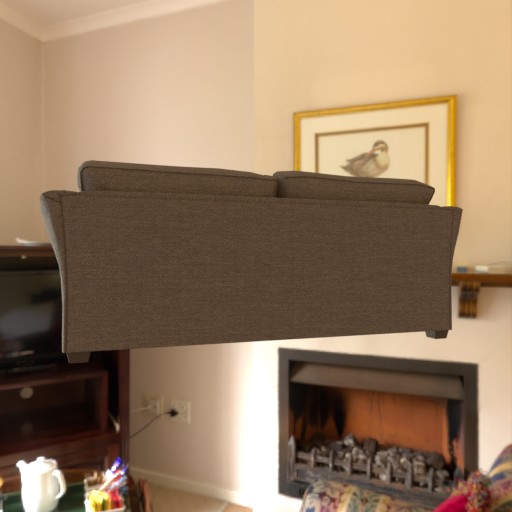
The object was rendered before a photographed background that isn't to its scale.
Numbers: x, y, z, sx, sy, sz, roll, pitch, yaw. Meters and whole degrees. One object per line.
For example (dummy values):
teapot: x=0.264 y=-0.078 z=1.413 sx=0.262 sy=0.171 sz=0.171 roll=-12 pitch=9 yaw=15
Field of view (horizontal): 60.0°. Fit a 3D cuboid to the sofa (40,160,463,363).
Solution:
sofa: x=0.000 y=0.000 z=2.692 sx=2.270 sy=0.950 sz=0.971 roll=0 pitch=0 yaw=-17
